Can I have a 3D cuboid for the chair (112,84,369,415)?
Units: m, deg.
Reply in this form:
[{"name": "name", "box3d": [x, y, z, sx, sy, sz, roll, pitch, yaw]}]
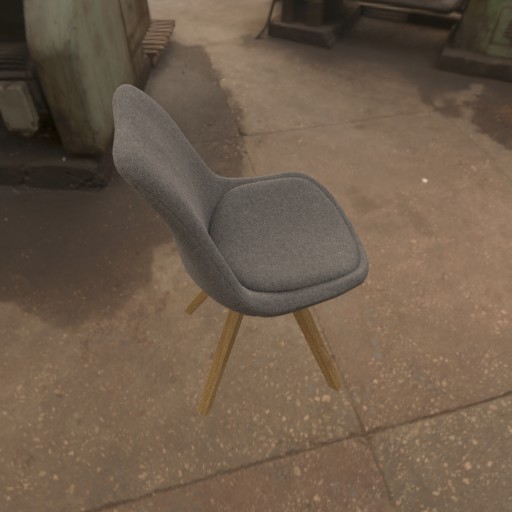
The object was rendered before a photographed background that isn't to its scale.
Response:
[{"name": "chair", "box3d": [0.000, 0.000, 1.170, 0.550, 0.865, 0.483, -9, 47, -9]}]
